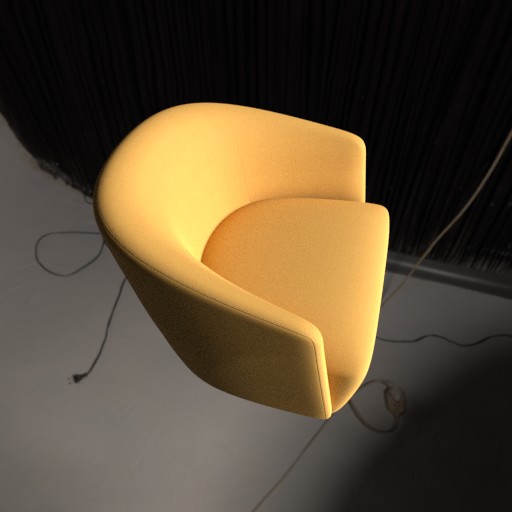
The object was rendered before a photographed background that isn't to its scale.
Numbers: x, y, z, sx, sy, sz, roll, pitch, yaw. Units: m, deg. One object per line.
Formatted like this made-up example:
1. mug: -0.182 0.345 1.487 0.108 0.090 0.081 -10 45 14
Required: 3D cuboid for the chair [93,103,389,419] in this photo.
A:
1. chair: 0.000 0.000 1.348 0.767 0.698 0.773 12 48 11
